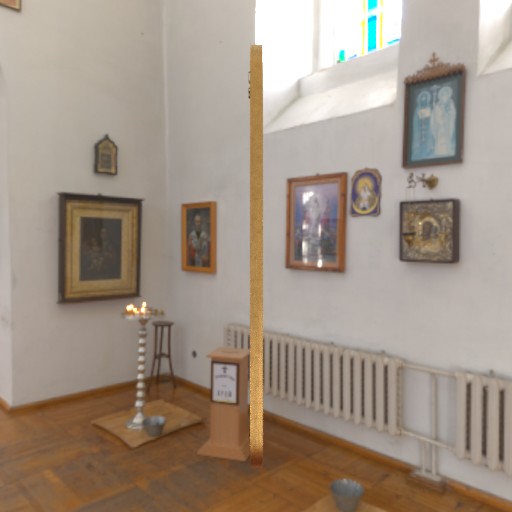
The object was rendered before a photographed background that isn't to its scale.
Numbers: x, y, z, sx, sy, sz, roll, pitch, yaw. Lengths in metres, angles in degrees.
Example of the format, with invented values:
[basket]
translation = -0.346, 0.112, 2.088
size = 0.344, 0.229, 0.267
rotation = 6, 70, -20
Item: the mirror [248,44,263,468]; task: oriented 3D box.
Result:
[mirror]
translation = 0.000, 0.000, 1.064
size = 0.032, 0.991, 0.222
rotation = 0, 0, 0
